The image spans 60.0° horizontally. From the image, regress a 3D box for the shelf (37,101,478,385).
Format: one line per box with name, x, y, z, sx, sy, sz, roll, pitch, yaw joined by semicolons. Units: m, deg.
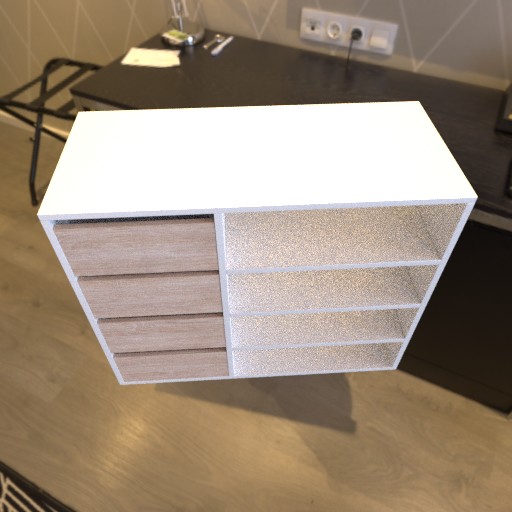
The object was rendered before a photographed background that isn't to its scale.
shelf;0.000;0.000;1.301;0.895;0.732;0.396;-3;48;-2
